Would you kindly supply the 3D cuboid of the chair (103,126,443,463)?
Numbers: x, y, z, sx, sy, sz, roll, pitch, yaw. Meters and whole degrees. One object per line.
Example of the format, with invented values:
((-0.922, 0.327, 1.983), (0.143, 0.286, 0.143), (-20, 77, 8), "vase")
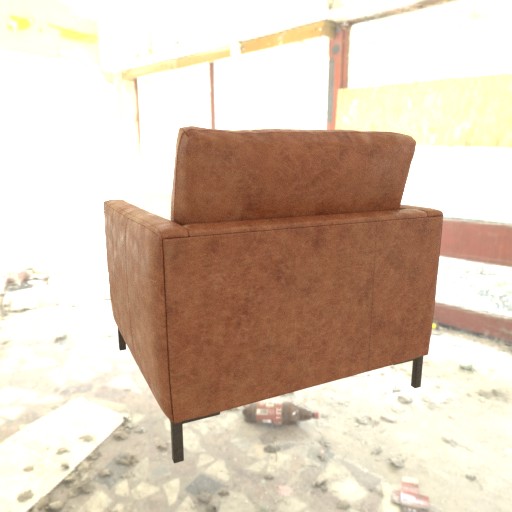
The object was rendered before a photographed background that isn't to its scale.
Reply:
((0.000, 0.000, 1.628), (0.967, 0.869, 0.862), (-6, 14, -26), "chair")
